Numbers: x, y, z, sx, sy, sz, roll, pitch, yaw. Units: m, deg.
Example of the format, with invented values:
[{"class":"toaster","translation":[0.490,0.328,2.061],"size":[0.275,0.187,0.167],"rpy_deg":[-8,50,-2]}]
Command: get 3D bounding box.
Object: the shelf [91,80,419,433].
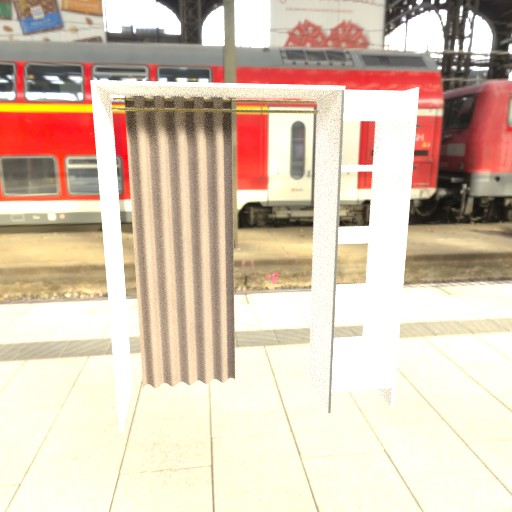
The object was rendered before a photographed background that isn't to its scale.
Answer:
[{"class":"shelf","translation":[0.000,0.000,2.584],"size":[1.600,1.820,0.500],"rpy_deg":[-2,14,-9]}]
